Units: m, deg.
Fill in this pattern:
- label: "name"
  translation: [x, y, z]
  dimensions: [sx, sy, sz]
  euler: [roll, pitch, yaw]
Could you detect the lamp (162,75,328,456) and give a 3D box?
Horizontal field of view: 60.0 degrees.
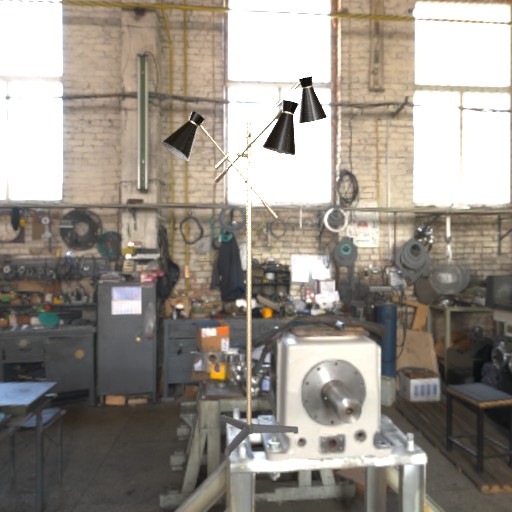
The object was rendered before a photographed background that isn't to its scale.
- label: "lamp"
  translation: [0.000, 0.000, 2.154]
  dimensions: [0.750, 1.804, 0.653]
  euler: [0, 0, -37]
